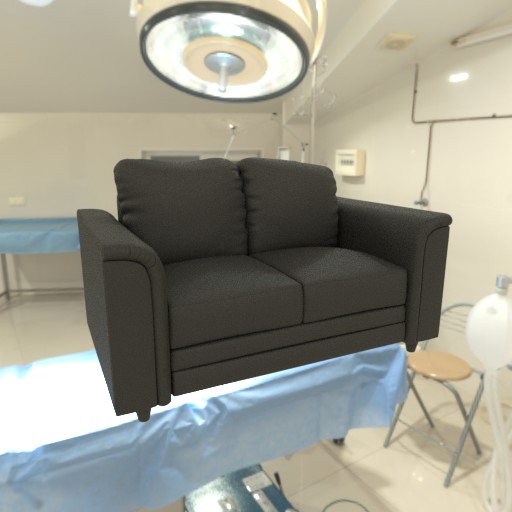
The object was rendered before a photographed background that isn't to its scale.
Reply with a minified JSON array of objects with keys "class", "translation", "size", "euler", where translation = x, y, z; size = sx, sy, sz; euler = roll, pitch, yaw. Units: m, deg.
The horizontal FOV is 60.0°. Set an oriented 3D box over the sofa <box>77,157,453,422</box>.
[{"class":"sofa","translation":[0.000,0.000,1.961],"size":[1.386,0.845,0.887],"euler":[-6,15,-25]}]
